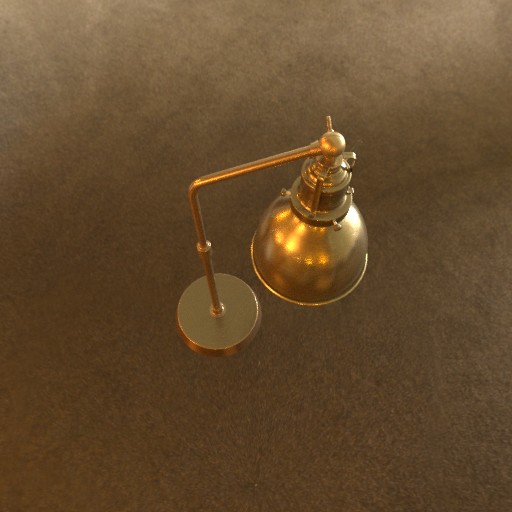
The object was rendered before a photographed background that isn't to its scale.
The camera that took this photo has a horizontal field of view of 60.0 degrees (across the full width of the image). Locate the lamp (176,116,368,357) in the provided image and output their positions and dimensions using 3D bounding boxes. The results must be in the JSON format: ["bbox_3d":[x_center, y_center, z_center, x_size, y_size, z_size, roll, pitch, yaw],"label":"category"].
[{"bbox_3d":[0.000,0.000,0.586,0.286,0.456,0.153,0,63,0],"label":"lamp"}]
